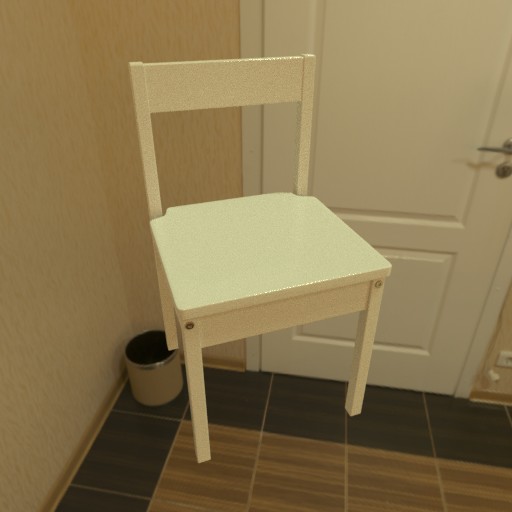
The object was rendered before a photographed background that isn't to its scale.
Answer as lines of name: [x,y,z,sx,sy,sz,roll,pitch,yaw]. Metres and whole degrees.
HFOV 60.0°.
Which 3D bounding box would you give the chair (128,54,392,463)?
chair: [0.000,0.000,0.863,0.367,0.668,0.361,-10,33,-16]
